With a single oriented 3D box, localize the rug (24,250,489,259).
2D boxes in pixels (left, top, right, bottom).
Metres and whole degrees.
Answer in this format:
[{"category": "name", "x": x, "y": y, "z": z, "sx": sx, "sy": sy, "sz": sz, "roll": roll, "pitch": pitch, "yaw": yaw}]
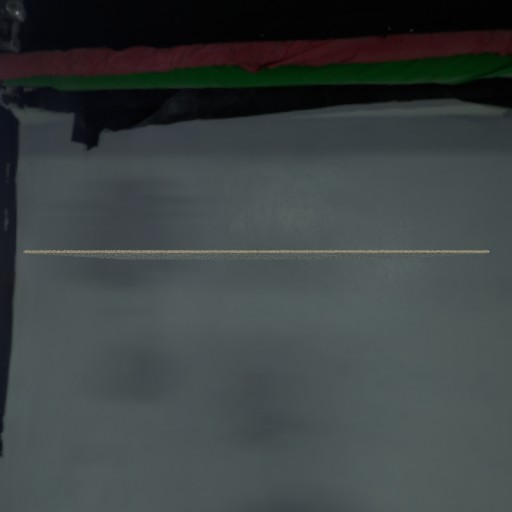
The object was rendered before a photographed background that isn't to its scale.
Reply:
[{"category": "rug", "x": 0.000, "y": 0.000, "z": 2.921, "sx": 2.290, "sy": 0.014, "sz": 1.526, "roll": 0, "pitch": -2, "yaw": 1}]
